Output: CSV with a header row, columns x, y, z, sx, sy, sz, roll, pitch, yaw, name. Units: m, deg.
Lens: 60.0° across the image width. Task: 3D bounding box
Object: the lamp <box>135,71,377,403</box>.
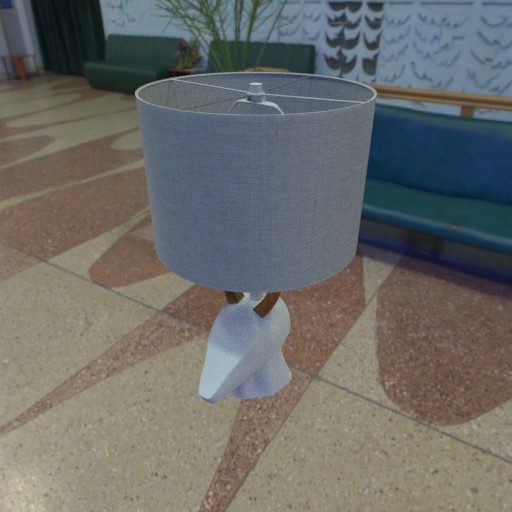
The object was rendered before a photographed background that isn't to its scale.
x,y,z,sx,sy,sz,roll,pitch,yaw,name
0.000,0.000,0.686,0.298,0.503,0.298,19,35,29,lamp
